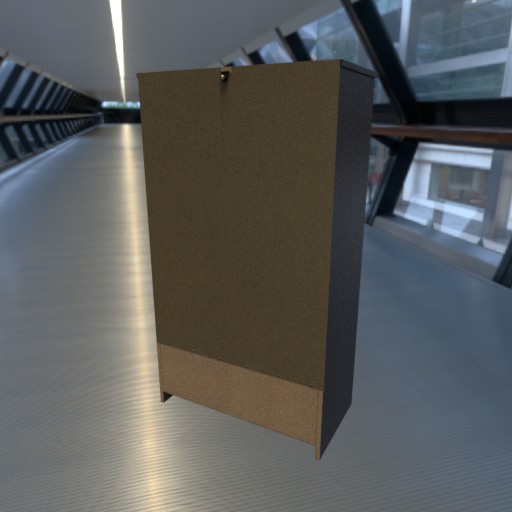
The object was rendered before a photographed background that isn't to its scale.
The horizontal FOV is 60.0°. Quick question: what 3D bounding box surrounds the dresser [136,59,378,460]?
[{"bbox_3d":[0.000,0.000,1.633,0.704,1.254,0.418,9,19,27],"label":"dresser"}]
